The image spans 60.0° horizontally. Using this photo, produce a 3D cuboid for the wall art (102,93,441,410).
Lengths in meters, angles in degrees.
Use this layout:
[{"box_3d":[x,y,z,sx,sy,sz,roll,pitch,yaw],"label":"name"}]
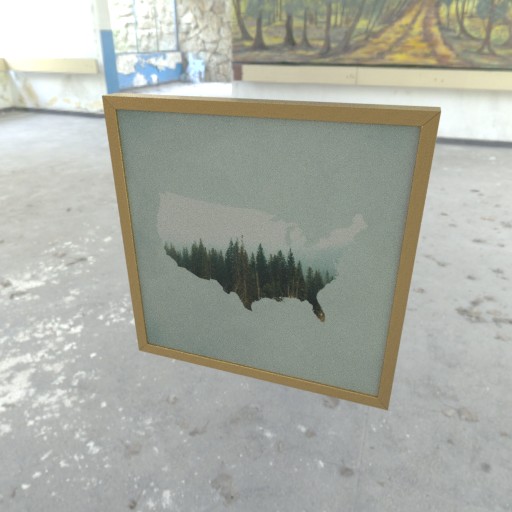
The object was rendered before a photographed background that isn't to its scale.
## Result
[{"box_3d":[0.000,0.000,0.764,0.509,0.509,0.040,9,28,17],"label":"wall art"}]
